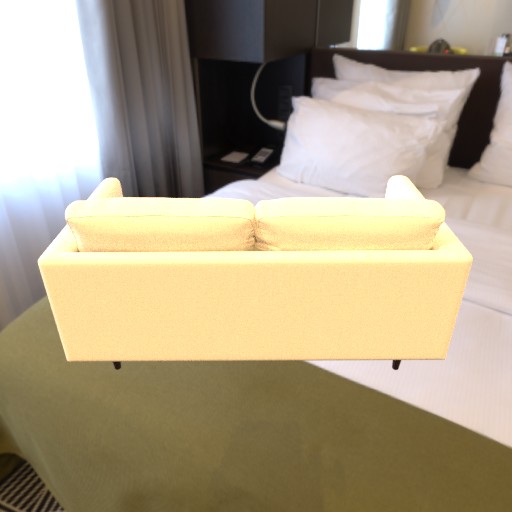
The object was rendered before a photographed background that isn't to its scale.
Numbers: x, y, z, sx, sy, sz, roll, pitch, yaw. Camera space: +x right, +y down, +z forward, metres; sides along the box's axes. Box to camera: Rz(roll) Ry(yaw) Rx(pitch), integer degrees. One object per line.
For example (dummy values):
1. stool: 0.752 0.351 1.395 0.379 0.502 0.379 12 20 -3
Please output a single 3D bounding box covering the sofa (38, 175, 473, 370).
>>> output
1. sofa: 0.000 0.000 2.241 1.713 0.893 0.940 0 31 0
